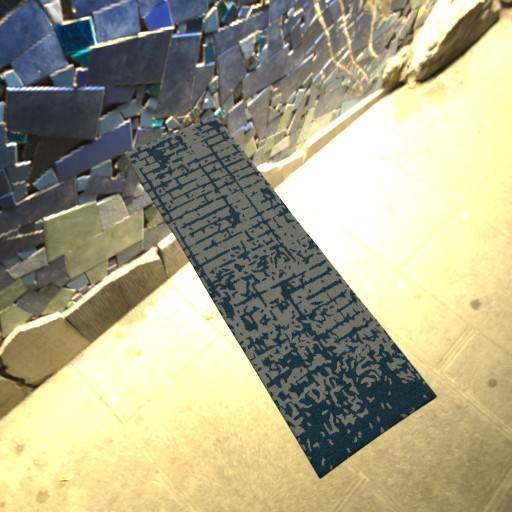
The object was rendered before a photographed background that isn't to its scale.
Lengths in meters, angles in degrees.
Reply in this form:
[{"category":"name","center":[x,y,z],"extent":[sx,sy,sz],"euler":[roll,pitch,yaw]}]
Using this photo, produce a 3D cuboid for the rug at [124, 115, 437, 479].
[{"category":"rug","center":[0.000,0.000,2.742],"extent":[0.750,0.011,2.435],"euler":[-27,63,-15]}]
